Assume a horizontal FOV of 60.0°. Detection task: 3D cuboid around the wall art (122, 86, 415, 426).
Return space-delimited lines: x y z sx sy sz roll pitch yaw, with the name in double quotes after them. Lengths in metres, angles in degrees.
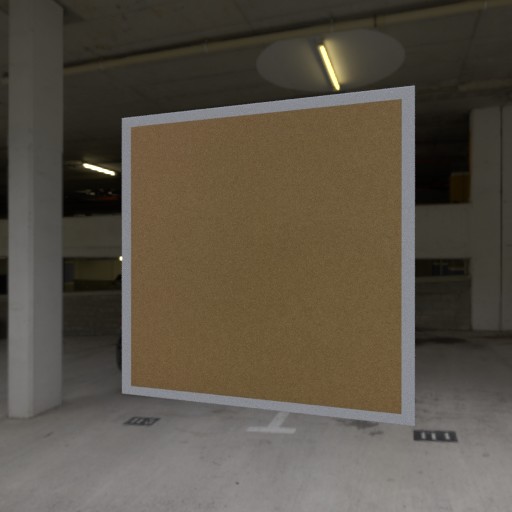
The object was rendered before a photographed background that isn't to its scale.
0.000 0.000 0.755 0.508 0.507 0.035 0 0 18 "wall art"
